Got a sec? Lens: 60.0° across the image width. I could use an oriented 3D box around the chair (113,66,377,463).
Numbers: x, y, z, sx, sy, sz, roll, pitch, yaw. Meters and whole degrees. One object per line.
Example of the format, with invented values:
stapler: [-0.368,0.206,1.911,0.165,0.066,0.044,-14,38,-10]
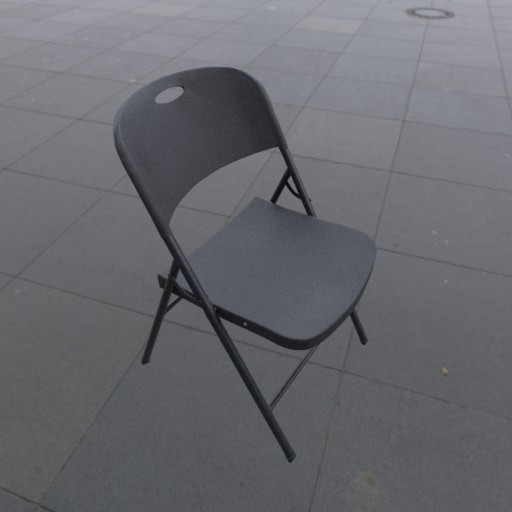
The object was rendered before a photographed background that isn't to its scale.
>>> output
chair: [0.000,0.000,1.162,0.567,0.810,0.494,24,46,25]
